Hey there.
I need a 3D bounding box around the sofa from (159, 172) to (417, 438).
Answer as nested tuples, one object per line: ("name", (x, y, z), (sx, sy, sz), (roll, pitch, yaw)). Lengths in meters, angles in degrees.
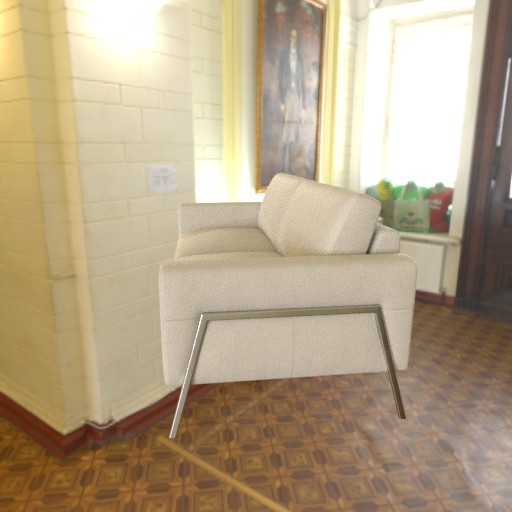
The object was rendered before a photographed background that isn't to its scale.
("sofa", (0.000, 0.000, 2.563), (0.953, 0.875, 2.017), (-2, 14, -7))
